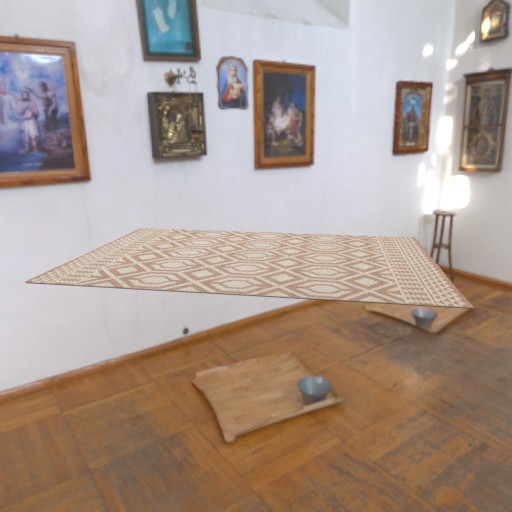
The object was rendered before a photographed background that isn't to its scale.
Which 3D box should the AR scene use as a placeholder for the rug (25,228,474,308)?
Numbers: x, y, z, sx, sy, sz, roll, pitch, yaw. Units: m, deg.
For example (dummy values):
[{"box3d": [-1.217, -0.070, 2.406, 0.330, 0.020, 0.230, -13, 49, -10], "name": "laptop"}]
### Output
[{"box3d": [0.000, 0.000, 2.357, 1.829, 0.008, 1.219, 2, 15, 9], "name": "rug"}]
